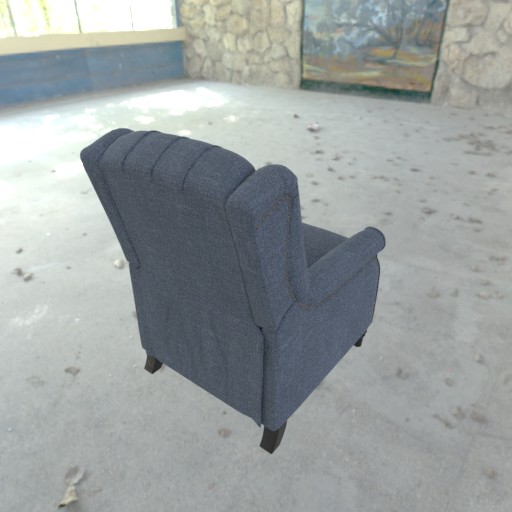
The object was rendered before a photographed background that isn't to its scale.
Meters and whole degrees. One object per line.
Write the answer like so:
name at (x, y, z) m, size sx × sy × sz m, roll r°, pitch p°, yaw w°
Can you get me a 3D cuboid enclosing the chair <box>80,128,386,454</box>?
chair at (0.000, 0.000, 1.670) m, size 0.742 × 1.035 × 0.898 m, roll 21°, pitch 36°, yaw 32°
